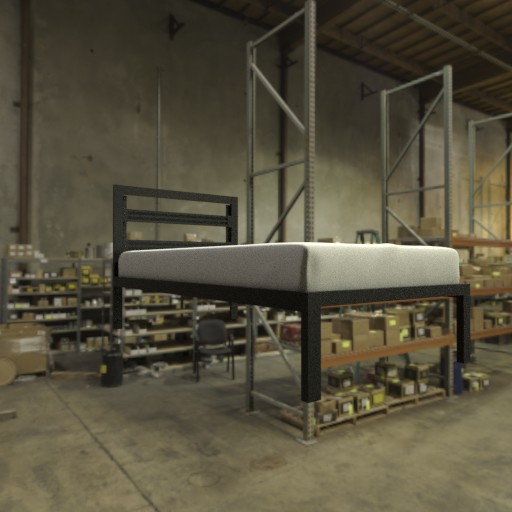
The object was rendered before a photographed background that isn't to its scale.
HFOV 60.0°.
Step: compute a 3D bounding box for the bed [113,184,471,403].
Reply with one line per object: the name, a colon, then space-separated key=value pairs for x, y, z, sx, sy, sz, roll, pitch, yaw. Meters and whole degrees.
bed: x=0.000 y=0.000 z=2.495 sx=0.991 sy=0.967 sz=1.930 roll=1 pitch=-1 yaw=-36
